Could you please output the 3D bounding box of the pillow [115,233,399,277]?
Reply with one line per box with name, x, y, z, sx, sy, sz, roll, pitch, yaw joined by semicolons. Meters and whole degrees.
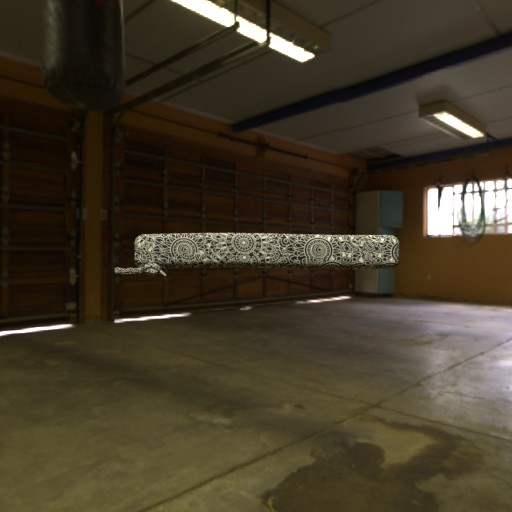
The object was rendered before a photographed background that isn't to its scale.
pillow;0.000;0.000;1.320;0.492;0.081;1.187;0;0;0
